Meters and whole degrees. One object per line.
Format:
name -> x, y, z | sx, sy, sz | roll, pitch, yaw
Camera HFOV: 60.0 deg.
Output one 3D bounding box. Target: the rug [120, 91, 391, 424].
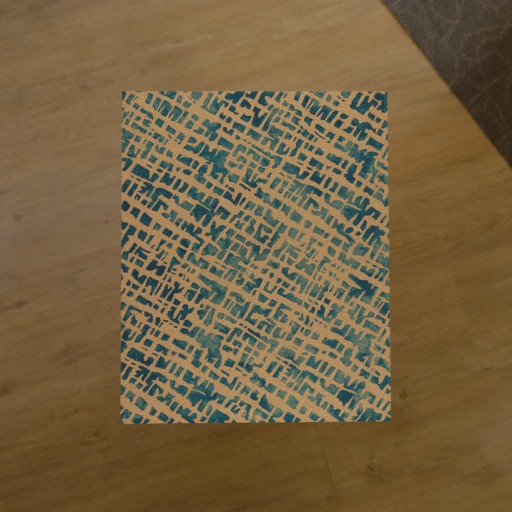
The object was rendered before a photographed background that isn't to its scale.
rug -> 0.000, 0.000, 4.015 | 2.435, 0.007, 3.007 | 0, 89, -1
